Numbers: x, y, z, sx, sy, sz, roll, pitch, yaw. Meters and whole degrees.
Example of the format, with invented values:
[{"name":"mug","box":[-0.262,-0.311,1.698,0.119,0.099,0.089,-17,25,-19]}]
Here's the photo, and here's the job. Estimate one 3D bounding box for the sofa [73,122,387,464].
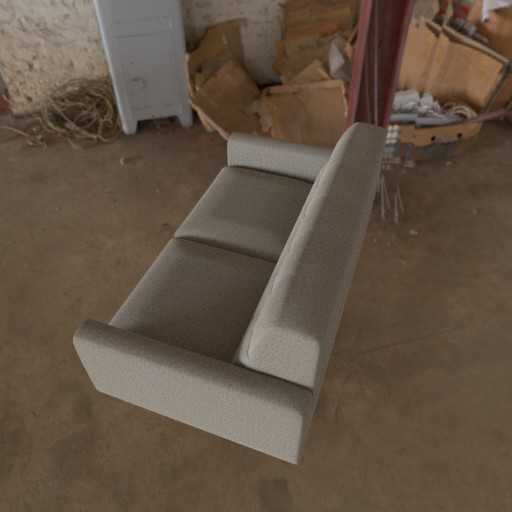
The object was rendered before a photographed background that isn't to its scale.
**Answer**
[{"name":"sofa","box":[0.000,0.000,2.228,0.952,0.925,1.651,15,47,14]}]
